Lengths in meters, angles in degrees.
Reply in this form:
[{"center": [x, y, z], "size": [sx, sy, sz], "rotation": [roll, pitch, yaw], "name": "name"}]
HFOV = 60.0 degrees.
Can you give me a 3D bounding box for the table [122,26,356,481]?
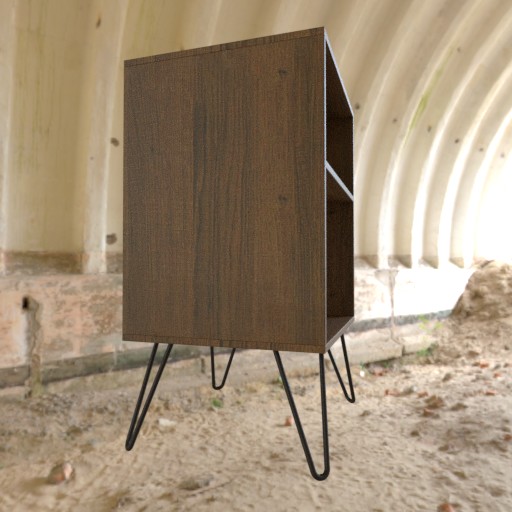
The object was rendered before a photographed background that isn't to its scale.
[{"center": [0.000, 0.000, 1.156], "size": [0.457, 0.866, 0.526], "rotation": [0, -1, 18], "name": "table"}]
